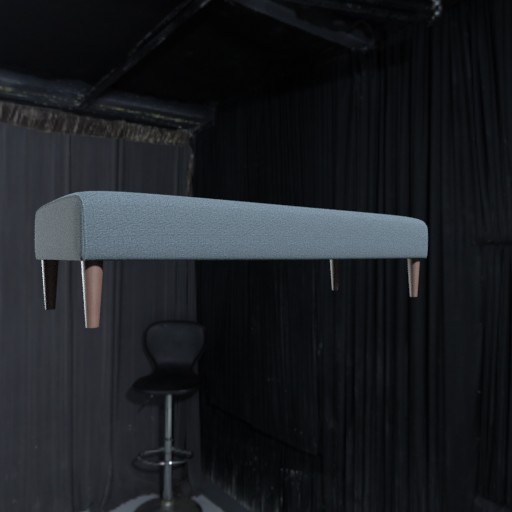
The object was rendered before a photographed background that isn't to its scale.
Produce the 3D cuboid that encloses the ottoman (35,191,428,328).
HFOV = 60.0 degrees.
[{"bbox_3d":[0.000,0.000,1.881,1.609,0.393,0.646,0,0,-37],"label":"ottoman"}]
